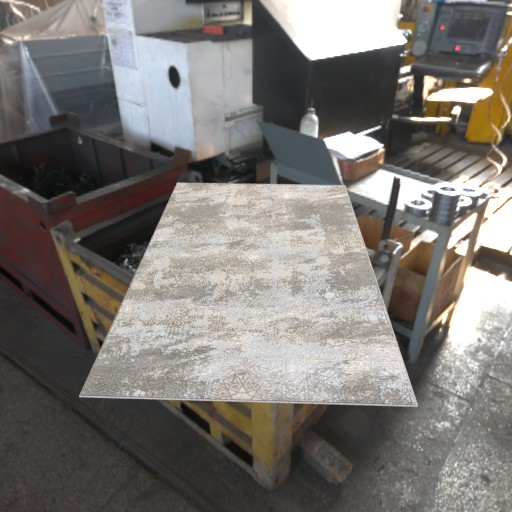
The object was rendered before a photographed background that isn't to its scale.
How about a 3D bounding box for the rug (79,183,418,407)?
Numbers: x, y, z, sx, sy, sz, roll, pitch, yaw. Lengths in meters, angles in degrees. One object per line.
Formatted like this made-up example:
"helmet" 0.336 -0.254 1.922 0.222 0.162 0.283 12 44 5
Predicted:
"rug" 0.000 0.000 3.027 1.536 0.012 2.431 1 33 2
